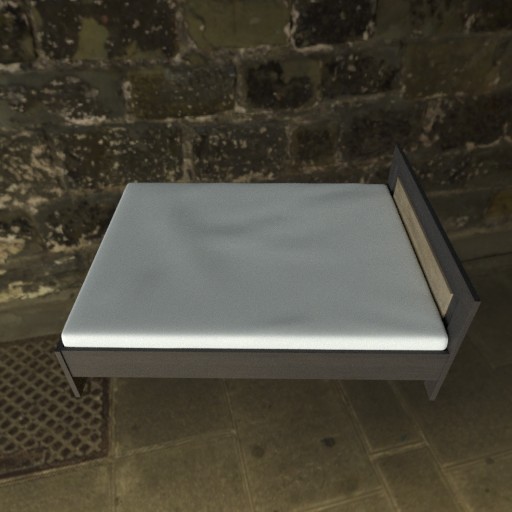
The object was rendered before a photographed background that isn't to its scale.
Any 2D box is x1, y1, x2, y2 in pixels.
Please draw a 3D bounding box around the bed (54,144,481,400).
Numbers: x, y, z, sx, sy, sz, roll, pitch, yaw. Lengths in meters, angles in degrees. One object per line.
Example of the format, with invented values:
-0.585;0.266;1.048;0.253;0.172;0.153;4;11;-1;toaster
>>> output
0.000;0.000;2.900;2.073;0.823;1.585;0;40;0;bed
